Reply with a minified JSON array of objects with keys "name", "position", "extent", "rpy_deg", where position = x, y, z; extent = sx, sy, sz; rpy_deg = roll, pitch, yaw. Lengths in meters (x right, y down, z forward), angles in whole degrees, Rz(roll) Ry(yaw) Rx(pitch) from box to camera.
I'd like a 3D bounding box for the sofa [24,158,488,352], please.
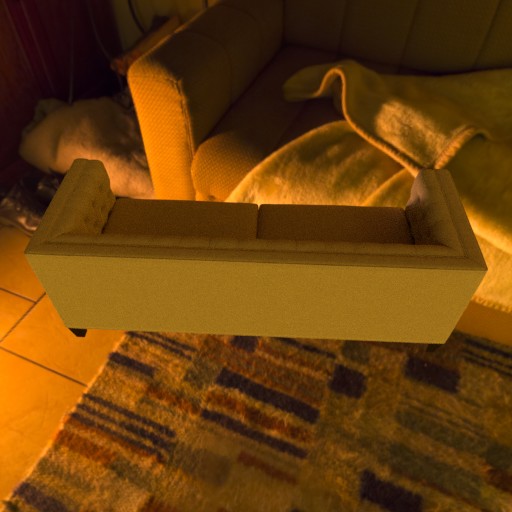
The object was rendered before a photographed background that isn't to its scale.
[{"name":"sofa","position":[0.000,0.000,2.577],"extent":[2.159,0.762,0.775],"rpy_deg":[2,48,2]}]
